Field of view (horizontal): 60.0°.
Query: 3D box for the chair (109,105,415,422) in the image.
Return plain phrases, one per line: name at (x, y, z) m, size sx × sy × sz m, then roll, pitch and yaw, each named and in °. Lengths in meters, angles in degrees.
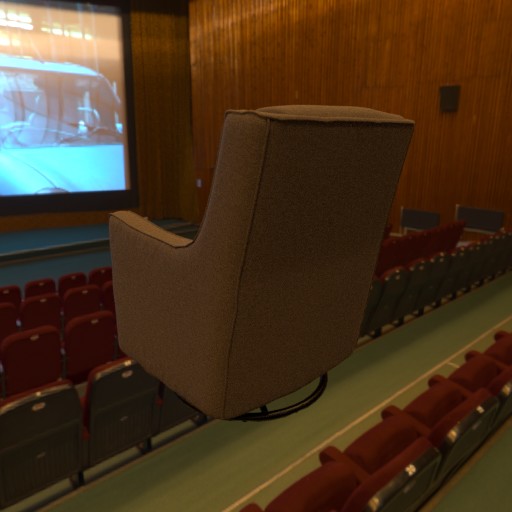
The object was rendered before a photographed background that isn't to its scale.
chair at (0.000, 0.000, 1.592) m, size 0.732 × 0.993 × 0.879 m, roll -14°, pitch 20°, yaw -41°
